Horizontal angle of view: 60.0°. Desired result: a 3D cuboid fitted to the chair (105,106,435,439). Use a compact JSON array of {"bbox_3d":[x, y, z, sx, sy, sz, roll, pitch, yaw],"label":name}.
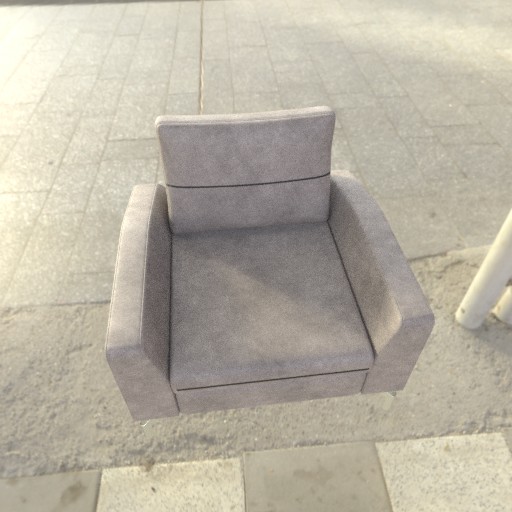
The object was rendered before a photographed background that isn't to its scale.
[{"bbox_3d":[0.000,0.000,1.557,0.900,0.800,0.900,-5,46,-5],"label":"chair"}]
